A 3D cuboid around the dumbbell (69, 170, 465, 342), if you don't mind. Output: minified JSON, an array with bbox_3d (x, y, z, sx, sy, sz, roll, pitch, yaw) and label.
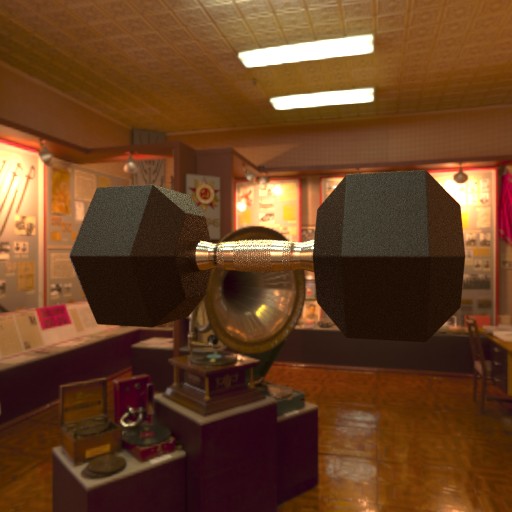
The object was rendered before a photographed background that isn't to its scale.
[{"bbox_3d":[0.000,0.000,0.434,0.361,0.137,0.157,0,0,17],"label":"dumbbell"}]
